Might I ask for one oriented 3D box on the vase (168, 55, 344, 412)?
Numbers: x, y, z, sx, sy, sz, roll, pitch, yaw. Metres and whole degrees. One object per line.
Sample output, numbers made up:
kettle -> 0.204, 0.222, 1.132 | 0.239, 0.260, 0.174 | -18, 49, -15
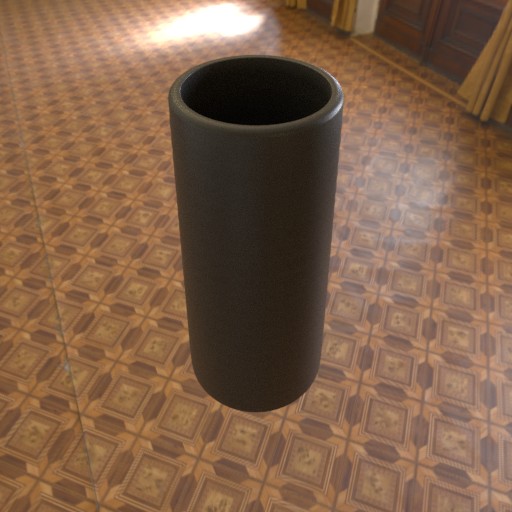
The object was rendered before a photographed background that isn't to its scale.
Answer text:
vase -> 0.000, 0.000, 0.369 | 0.136, 0.289, 0.136 | -9, 46, -9
